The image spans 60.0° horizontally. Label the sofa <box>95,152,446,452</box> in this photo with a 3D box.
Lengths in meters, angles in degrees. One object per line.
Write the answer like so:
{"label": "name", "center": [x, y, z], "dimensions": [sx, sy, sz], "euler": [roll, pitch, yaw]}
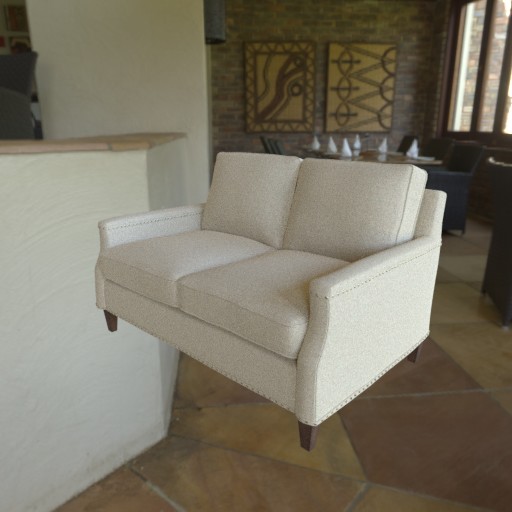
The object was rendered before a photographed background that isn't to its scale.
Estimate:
{"label": "sofa", "center": [0.000, 0.000, 2.333], "dimensions": [1.597, 1.003, 1.084], "euler": [15, 22, 42]}
